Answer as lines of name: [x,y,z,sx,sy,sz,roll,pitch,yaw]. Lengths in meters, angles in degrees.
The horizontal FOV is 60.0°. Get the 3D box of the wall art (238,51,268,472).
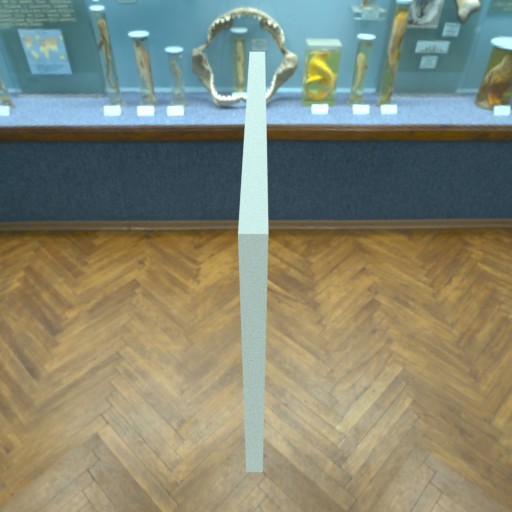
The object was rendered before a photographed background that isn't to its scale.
wall art: [0.000,0.000,1.141,0.041,0.765,0.768,0,42,0]
